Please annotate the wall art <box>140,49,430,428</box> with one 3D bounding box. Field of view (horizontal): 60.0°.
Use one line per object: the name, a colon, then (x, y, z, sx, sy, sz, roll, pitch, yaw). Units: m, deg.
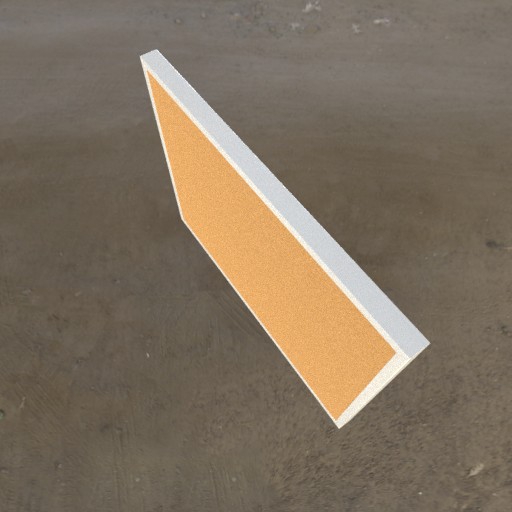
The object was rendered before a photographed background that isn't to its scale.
wall art: (0.000, 0.000, 1.361, 0.053, 0.787, 1.041, -31, 65, -17)
